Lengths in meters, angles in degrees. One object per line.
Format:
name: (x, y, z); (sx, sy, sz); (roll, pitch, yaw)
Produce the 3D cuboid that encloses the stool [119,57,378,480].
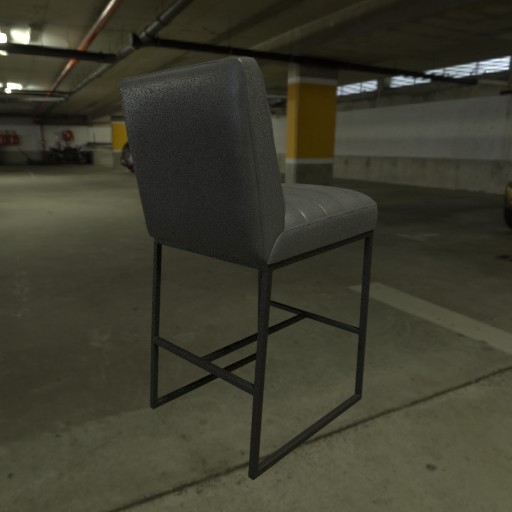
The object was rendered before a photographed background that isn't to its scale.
stool: (0.000, 0.000, 1.249); (0.457, 0.938, 0.552); (13, 19, 42)
